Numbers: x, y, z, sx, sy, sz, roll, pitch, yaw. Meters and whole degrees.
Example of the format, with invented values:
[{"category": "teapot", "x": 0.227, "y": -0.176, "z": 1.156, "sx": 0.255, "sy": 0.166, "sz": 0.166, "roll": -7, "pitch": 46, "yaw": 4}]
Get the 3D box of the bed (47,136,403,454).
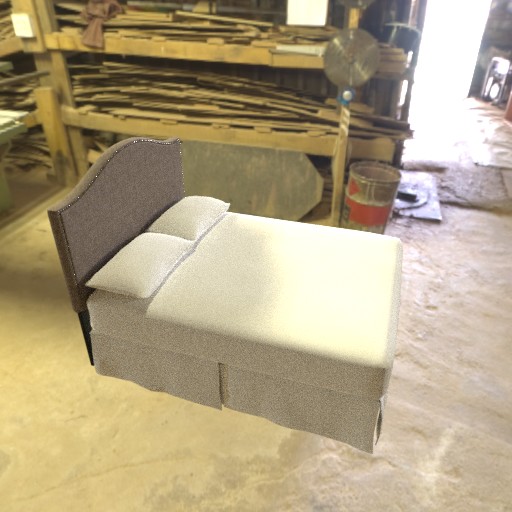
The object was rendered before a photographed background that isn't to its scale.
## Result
[{"category": "bed", "x": 0.000, "y": 0.000, "z": 3.299, "sx": 2.153, "sy": 1.518, "sz": 1.713, "roll": 10, "pitch": 32, "yaw": 16}]
